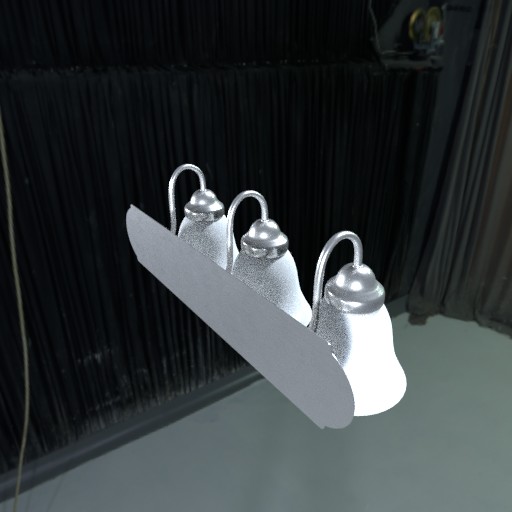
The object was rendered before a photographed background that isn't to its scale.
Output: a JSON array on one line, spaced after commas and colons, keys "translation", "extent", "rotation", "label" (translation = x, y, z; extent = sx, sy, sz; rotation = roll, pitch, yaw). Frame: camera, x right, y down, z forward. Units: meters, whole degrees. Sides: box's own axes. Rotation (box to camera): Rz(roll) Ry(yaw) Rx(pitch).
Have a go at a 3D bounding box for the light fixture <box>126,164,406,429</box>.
[{"translation": [0.000, 0.000, 0.709], "extent": [0.199, 0.222, 0.610], "rotation": [-18, 31, -32], "label": "light fixture"}]
